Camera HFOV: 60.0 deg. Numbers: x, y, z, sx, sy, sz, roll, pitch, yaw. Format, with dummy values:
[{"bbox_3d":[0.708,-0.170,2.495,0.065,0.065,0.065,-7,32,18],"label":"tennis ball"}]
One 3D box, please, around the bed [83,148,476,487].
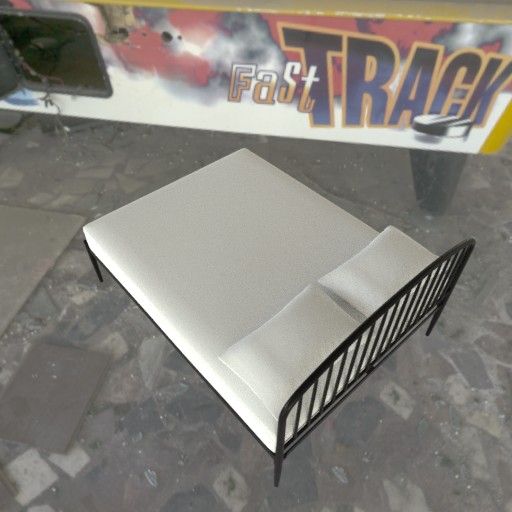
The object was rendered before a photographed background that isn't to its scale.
[{"bbox_3d":[0.000,0.000,3.104,1.618,1.166,2.159,-33,55,-27],"label":"bed"}]
